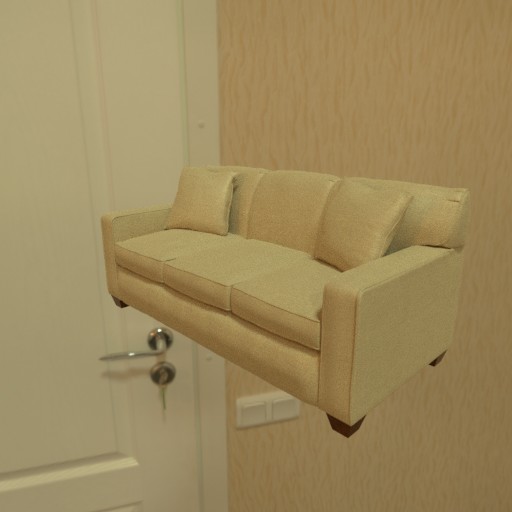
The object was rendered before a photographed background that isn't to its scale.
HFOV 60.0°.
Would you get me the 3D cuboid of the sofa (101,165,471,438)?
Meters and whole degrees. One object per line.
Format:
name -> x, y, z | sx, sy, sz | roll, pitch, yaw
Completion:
sofa -> 0.000, 0.000, 2.599 | 0.997, 0.958, 2.024 | -16, 23, -42
